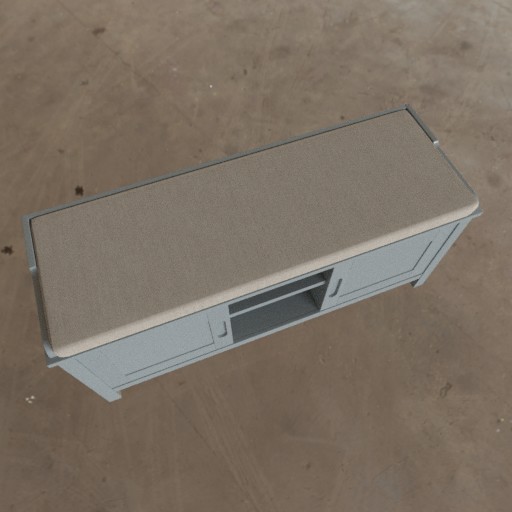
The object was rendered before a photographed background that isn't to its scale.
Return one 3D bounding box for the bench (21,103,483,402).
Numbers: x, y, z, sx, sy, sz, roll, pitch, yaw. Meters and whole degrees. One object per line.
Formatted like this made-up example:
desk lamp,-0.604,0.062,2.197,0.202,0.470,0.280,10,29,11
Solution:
bench,0.000,0.000,1.342,1.140,0.501,0.398,-19,62,-10
